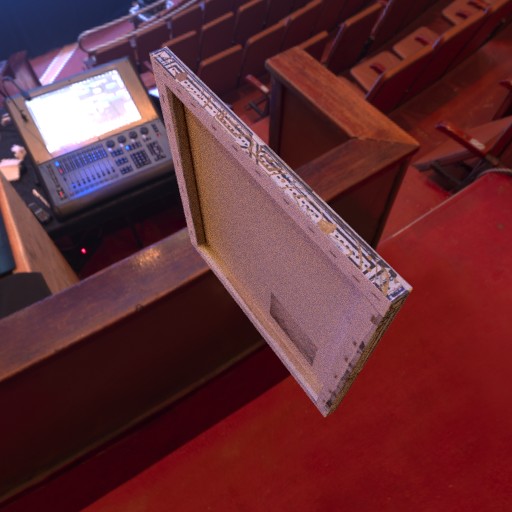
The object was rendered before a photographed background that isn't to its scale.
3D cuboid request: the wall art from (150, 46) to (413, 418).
[{"bbox_3d":[0.000,0.000,0.920,0.036,0.607,0.609,-31,63,-18],"label":"wall art"}]
